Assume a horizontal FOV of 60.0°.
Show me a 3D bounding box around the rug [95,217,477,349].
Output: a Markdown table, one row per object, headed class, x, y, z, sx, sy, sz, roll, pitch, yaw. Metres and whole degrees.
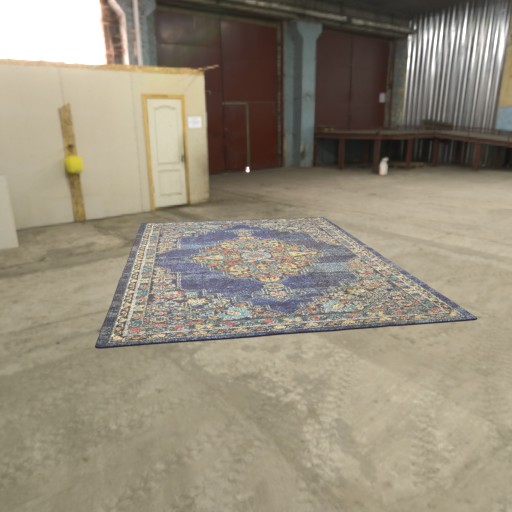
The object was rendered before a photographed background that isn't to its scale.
| class | x | y | z | sx | sy | sz | roll | pitch | yaw |
| --- | --- | --- | --- | --- | --- | --- | --- | --- | --- |
| rug | 0.000 | 0.000 | 2.873 | 1.630 | 0.009 | 2.232 | -3 | 17 | -9 |
